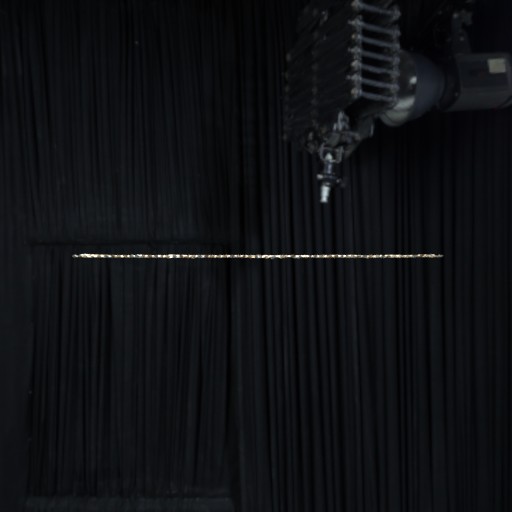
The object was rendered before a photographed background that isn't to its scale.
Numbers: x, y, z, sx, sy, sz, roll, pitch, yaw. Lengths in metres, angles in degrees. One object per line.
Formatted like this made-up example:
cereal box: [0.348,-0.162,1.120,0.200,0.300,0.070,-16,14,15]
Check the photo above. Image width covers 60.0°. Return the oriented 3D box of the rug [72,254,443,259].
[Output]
rug: [0.000,0.000,2.359,1.218,0.017,1.861,0,0,-1]
